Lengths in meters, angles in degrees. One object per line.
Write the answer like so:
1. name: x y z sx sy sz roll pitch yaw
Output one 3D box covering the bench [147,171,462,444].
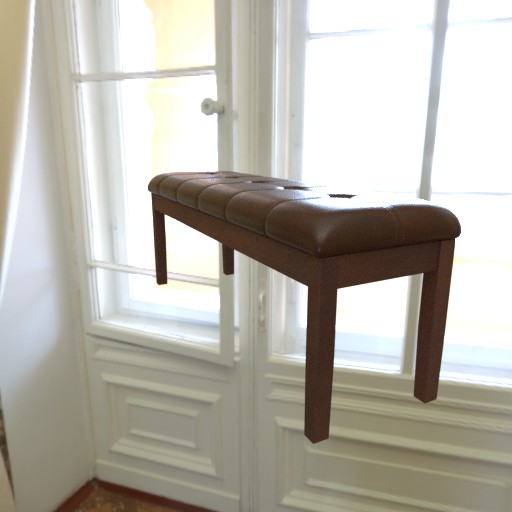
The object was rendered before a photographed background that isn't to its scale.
1. bench: 0.000 0.000 1.476 0.401 0.491 1.259 -7 16 -27
